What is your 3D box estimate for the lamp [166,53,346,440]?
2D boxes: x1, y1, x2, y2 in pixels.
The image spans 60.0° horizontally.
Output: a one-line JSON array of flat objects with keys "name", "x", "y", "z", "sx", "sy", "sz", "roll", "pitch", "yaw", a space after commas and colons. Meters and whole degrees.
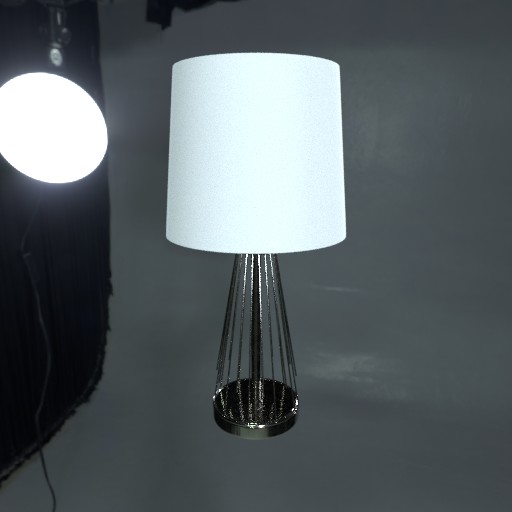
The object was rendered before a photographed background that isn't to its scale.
[{"name": "lamp", "x": 0.000, "y": 0.000, "z": 0.772, "sx": 0.303, "sy": 0.618, "sz": 0.303, "roll": 0, "pitch": 14, "yaw": 0}]
